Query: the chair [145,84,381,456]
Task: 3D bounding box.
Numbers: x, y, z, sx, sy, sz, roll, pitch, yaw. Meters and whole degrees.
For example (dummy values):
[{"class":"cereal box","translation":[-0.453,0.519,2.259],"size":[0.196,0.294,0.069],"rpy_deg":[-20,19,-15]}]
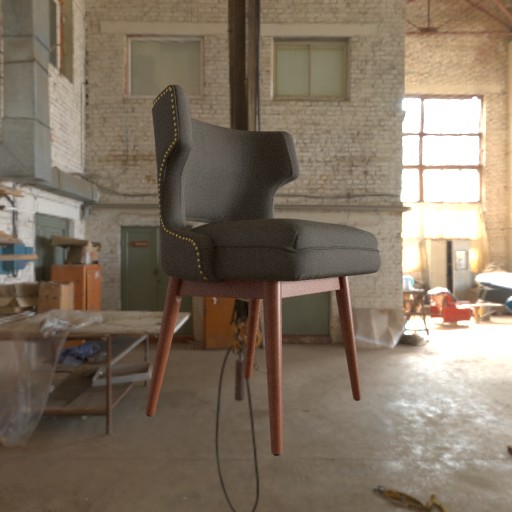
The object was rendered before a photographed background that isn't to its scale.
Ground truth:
[{"class":"chair","translation":[0.000,0.000,1.264],"size":[0.581,0.863,0.595],"rpy_deg":[0,0,35]}]
